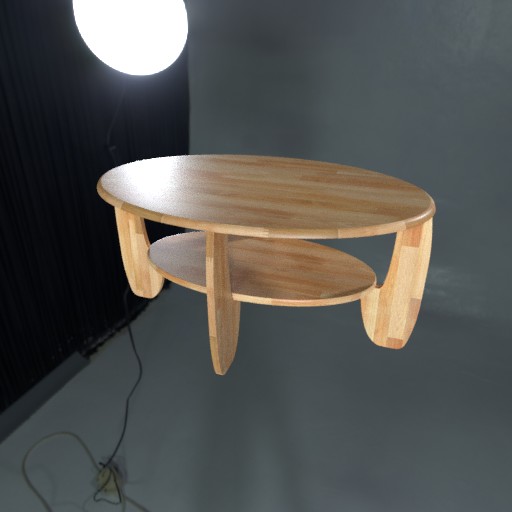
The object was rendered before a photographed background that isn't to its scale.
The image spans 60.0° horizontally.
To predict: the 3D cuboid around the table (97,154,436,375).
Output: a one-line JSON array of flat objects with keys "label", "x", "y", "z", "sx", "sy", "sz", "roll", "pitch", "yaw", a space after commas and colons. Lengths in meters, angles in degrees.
[{"label": "table", "x": 0.000, "y": 0.000, "z": 1.443, "sx": 1.040, "sy": 0.490, "sz": 0.690, "roll": 9, "pitch": 28, "yaw": 18}]
